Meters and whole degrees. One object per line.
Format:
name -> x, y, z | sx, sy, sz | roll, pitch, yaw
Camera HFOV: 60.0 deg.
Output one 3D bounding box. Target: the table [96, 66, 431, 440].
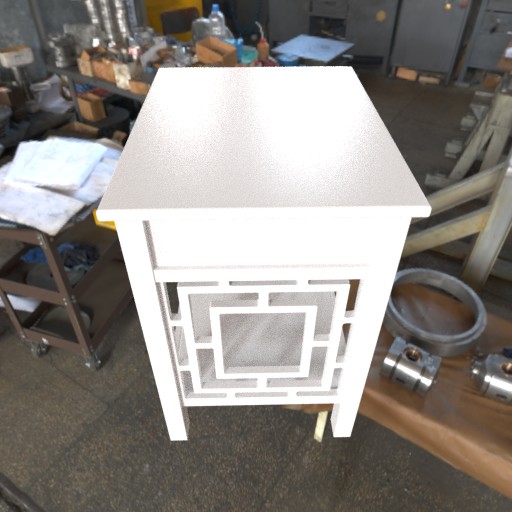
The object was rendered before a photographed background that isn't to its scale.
table -> 0.000, 0.000, 1.001 | 0.451, 0.646, 0.564 | -1, 41, -1
